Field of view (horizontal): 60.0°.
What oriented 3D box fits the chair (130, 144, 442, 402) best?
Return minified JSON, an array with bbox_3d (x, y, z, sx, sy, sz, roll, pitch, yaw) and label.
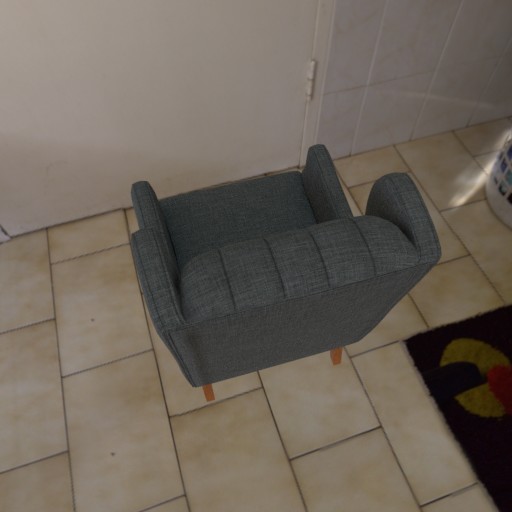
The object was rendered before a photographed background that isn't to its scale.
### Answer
[{"bbox_3d":[0.000,0.000,1.468,0.711,0.953,0.775,-14,58,-9],"label":"chair"}]
